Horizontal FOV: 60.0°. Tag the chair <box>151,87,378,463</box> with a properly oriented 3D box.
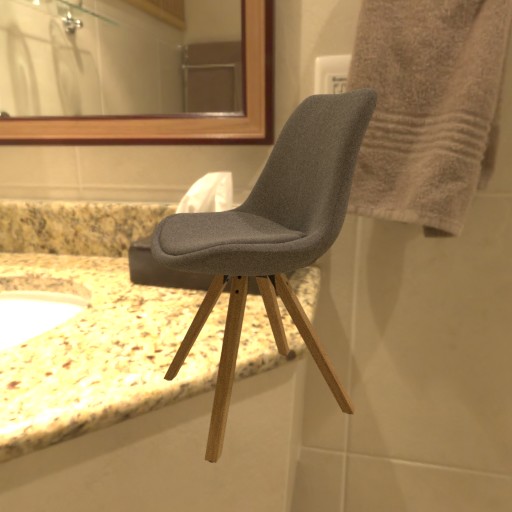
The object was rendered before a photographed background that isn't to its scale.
[{"bbox_3d":[0.000,0.000,1.213,0.550,0.865,0.483,-7,17,-24],"label":"chair"}]
